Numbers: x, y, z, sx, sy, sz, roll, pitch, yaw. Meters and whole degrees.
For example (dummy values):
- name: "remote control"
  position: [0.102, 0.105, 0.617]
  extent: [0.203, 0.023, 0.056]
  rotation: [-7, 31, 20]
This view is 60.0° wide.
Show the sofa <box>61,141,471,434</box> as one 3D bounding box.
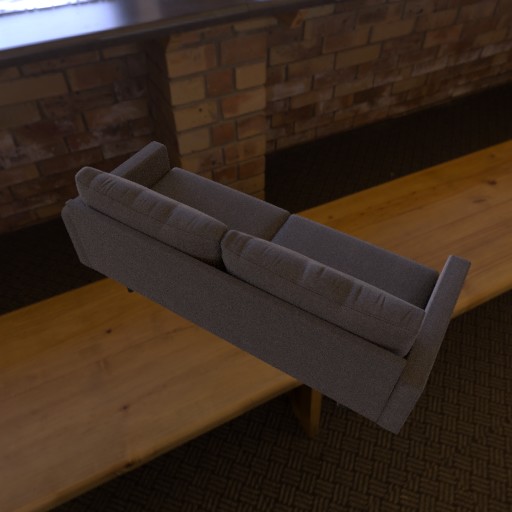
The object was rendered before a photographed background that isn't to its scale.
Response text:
- name: "sofa"
  position: [0.000, 0.000, 2.534]
  extent: [2.100, 0.880, 0.880]
  rotation: [24, 52, 21]
